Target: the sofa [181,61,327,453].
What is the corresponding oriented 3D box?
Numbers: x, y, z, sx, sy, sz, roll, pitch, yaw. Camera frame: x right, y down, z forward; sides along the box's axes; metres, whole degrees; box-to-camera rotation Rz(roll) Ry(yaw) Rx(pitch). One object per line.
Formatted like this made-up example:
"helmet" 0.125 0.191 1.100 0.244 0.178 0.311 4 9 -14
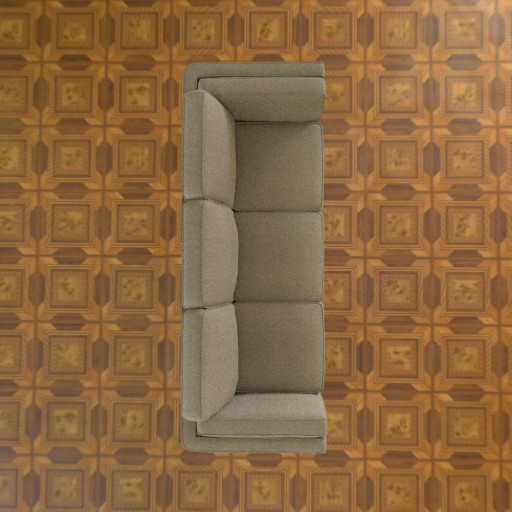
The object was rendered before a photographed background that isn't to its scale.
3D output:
"sofa" 0.000 0.000 2.888 0.903 0.899 2.362 0 88 1
